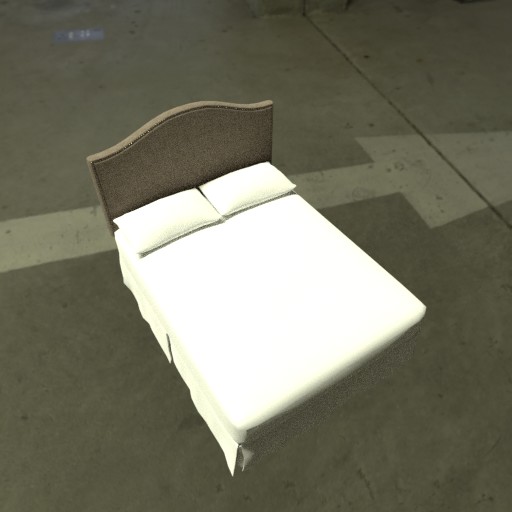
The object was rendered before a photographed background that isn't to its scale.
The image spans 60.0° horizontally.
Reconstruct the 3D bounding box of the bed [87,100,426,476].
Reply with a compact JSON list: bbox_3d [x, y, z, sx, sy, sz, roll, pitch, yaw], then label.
[{"bbox_3d":[0.000,0.000,3.341,1.713,1.518,2.153,-25,51,-22],"label":"bed"}]
